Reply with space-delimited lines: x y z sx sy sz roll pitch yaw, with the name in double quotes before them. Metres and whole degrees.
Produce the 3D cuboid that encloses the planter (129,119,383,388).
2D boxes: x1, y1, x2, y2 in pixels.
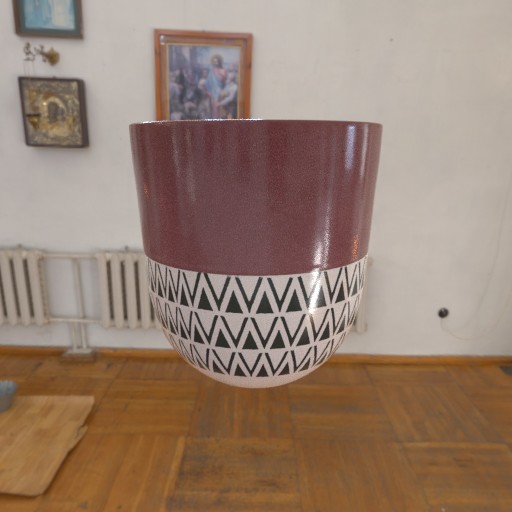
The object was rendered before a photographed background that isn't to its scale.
"planter" 0.000 0.000 0.379 0.195 0.214 0.195 0 14 0
